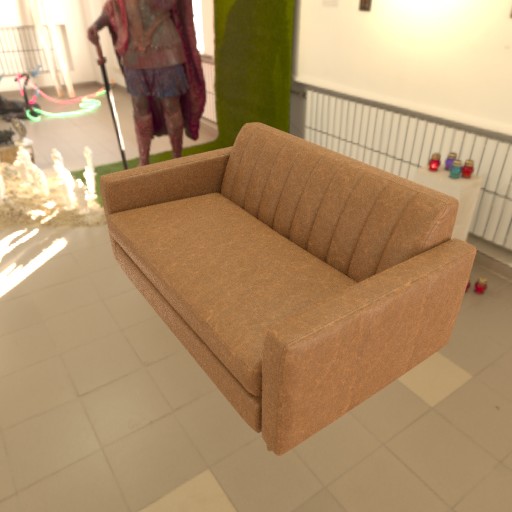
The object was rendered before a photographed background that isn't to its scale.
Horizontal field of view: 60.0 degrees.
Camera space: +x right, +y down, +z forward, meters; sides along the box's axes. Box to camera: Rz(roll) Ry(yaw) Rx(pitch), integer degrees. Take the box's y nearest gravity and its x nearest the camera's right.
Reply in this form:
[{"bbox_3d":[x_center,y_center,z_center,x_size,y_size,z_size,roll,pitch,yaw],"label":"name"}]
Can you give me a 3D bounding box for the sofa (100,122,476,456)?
[{"bbox_3d":[0.000,0.000,2.063,0.960,0.820,1.549,-21,38,-29],"label":"sofa"}]
